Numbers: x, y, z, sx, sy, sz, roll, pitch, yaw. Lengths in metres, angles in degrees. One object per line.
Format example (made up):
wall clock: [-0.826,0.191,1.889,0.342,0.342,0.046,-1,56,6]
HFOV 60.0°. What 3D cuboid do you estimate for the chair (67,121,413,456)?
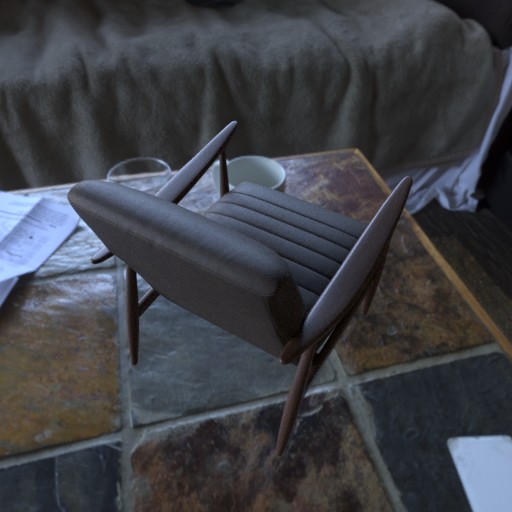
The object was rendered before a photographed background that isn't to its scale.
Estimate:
chair: [0.000,0.000,1.426,0.741,0.831,0.798,24,50,21]
